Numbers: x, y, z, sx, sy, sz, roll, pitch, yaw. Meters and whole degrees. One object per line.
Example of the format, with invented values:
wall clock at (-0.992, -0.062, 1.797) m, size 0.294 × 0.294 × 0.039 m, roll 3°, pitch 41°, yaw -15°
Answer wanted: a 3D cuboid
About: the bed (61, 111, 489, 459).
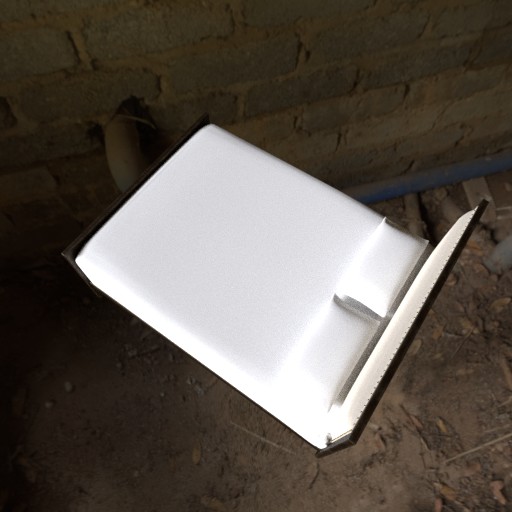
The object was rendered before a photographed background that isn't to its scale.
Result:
bed at (0.000, 0.000, 3.174) m, size 2.221 × 1.313 × 1.607 m, roll 32°, pitch 67°, yaw 15°
